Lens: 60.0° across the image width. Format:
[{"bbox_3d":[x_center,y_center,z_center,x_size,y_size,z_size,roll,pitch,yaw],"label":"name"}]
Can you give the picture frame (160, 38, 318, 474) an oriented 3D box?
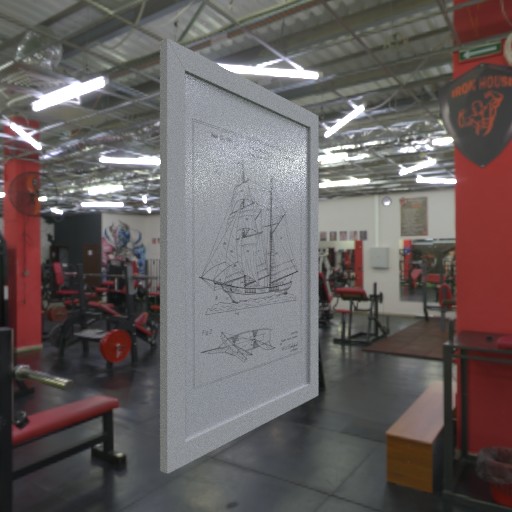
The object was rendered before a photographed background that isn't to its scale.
[{"bbox_3d":[0.000,0.000,0.600,0.011,0.459,0.326,0,0,37],"label":"picture frame"}]
